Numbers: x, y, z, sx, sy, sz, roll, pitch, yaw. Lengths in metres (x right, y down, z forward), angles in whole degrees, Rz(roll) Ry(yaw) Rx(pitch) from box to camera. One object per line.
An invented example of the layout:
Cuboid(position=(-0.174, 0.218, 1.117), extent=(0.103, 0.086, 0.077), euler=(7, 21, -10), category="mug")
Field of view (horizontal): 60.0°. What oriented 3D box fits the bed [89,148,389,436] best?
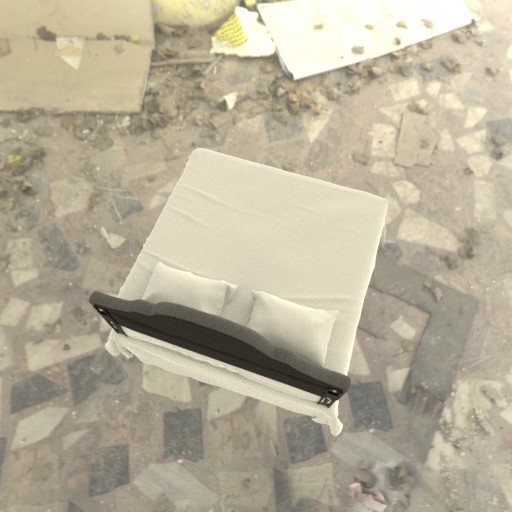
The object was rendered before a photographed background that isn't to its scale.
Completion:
Cuboid(position=(0.000, 0.000, 3.899), extent=(2.303, 1.631, 2.222), euler=(17, 64, 9), category="bed")
